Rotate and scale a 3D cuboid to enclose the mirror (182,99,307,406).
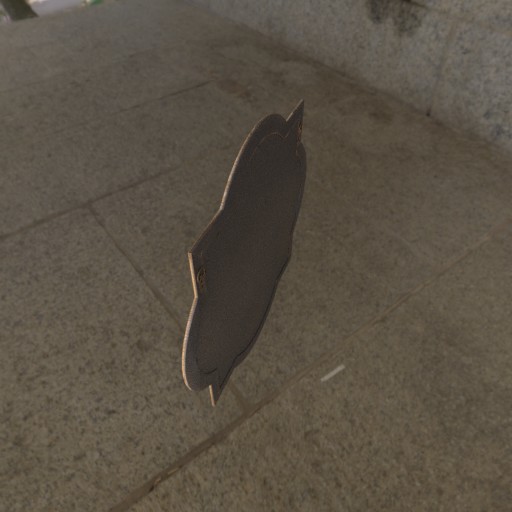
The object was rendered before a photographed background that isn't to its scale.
[{"bbox_3d":[0.000,0.000,1.072,0.019,0.686,0.686,17,49,16],"label":"mirror"}]
